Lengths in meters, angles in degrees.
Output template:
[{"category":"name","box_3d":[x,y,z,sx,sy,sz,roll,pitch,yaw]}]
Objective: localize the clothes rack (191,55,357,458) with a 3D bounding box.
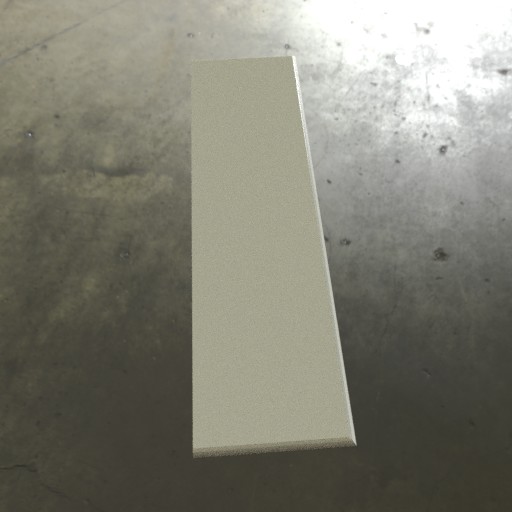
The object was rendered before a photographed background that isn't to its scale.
[{"category":"clothes rack","box_3d":[0.000,0.000,1.351,0.324,0.531,1.120,-4,63,-2]}]
